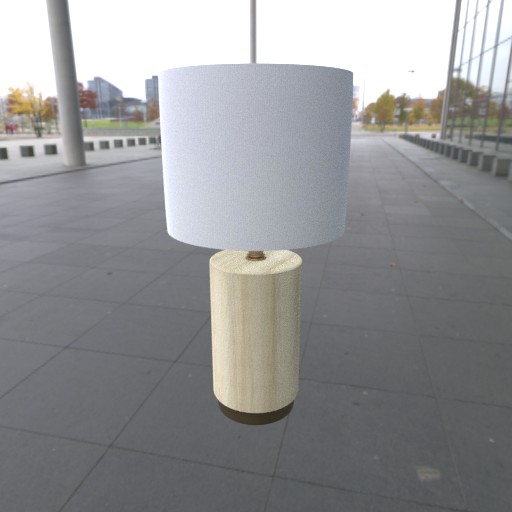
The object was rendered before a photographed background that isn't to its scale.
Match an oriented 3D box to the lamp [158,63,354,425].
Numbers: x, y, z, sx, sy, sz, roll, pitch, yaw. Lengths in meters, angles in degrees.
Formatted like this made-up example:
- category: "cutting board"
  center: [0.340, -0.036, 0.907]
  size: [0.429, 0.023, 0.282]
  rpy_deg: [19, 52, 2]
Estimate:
- category: "lamp"
  center: [0.000, 0.000, 0.586]
  size: [0.228, 0.444, 0.228]
  rpy_deg: [9, 19, 26]
